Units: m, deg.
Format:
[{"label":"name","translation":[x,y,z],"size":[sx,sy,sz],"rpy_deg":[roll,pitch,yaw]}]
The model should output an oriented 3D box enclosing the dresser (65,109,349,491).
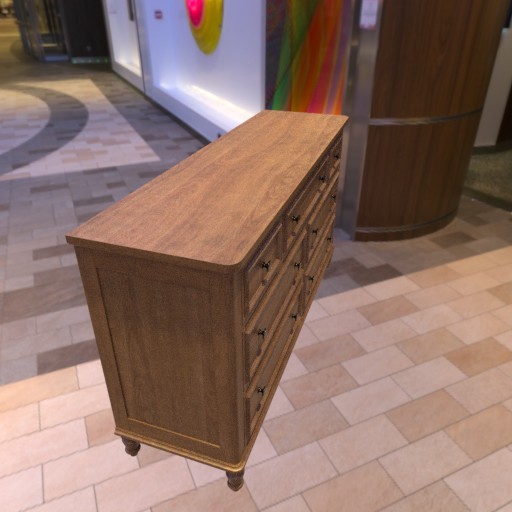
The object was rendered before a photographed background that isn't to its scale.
[{"label":"dresser","translation":[0.000,0.000,1.923],"size":[0.468,0.892,1.583],"rpy_deg":[10,31,17]}]
